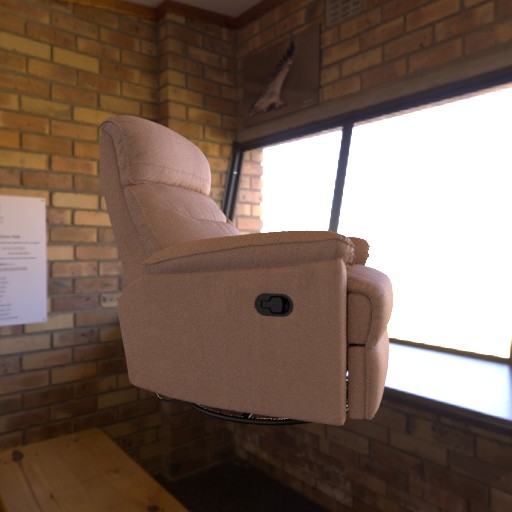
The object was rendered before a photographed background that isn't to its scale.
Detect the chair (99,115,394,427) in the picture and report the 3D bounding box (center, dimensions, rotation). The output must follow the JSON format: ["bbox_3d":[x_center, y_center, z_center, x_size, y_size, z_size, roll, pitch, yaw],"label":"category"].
[{"bbox_3d":[0.000,0.000,1.689,1.004,1.037,0.820,0,1,18],"label":"chair"}]
